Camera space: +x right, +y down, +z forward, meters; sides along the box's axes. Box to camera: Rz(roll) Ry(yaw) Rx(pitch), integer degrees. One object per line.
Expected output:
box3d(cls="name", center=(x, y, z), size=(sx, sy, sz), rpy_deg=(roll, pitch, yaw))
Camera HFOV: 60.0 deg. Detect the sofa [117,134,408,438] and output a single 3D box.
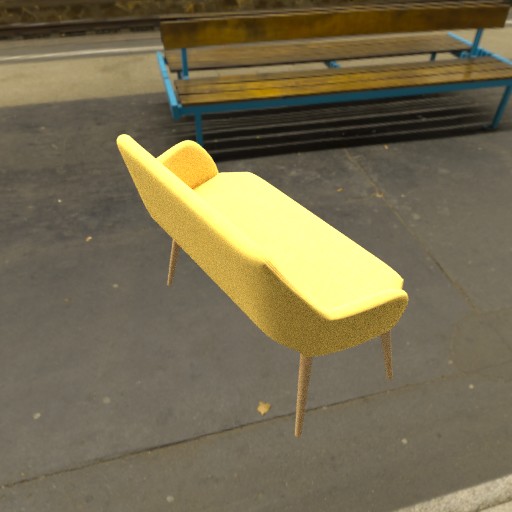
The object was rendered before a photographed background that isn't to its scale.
box3d(cls="sofa", center=(0.000, 0.000, 1.649), size=(0.610, 0.840, 1.150), rpy_deg=(-26, 47, -27))
